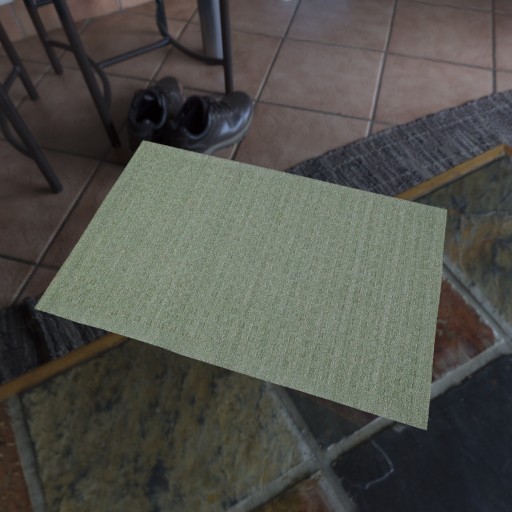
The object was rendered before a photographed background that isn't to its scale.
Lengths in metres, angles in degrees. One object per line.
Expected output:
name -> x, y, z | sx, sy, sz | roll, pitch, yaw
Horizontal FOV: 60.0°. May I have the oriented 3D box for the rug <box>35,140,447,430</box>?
rug -> 0.000, 0.000, 2.161 | 1.747, 0.006, 1.143 | 15, 58, 9
